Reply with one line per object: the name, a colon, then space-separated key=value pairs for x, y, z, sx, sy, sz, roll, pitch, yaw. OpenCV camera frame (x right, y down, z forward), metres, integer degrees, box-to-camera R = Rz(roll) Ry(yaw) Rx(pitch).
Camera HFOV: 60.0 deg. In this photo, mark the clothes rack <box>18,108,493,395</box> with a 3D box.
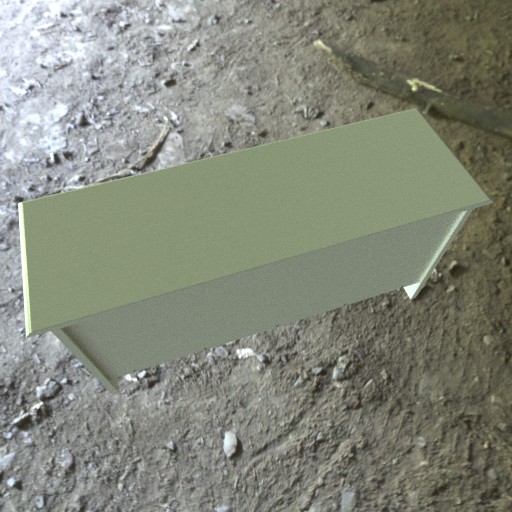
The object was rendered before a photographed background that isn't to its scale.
clothes rack: x=0.000 y=0.000 z=1.419 sx=1.218 sy=0.558 sz=0.405 roll=-16 pitch=59 yaw=-10
